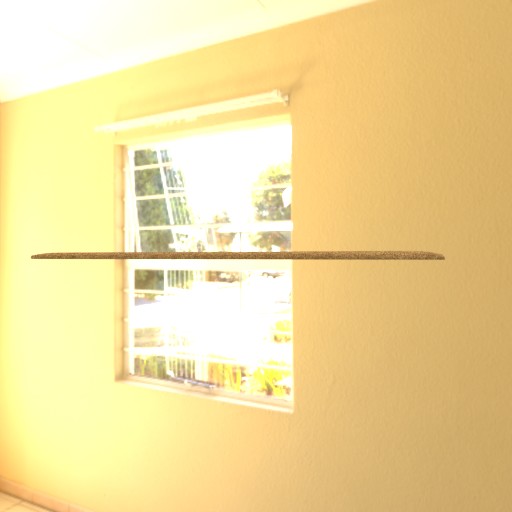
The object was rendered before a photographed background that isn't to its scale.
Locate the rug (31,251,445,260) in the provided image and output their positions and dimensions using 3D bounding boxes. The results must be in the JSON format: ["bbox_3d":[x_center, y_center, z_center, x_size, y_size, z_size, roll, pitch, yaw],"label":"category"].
[{"bbox_3d":[0.000,0.000,3.831,2.873,0.050,2.242,0,0,18],"label":"rug"}]
